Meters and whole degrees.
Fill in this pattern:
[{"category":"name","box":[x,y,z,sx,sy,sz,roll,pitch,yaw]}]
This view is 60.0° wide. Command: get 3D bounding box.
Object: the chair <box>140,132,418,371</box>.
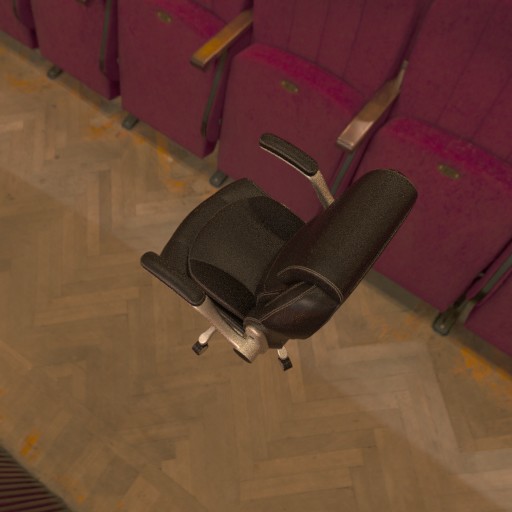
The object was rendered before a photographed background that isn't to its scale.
[{"category":"chair","box":[0.000,0.000,1.687,0.801,1.141,0.724,35,69,16]}]
